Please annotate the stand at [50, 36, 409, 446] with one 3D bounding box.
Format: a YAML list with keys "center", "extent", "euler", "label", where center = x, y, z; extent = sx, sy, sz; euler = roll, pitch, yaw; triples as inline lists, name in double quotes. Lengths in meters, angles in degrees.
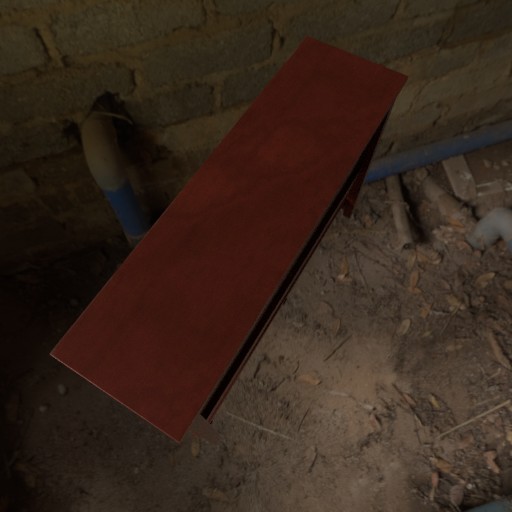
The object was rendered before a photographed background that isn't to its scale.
- center: [0.000, 0.000, 1.711]
  extent: [0.410, 0.872, 1.362]
  euler: [28, 67, 13]
  label: "stand"
